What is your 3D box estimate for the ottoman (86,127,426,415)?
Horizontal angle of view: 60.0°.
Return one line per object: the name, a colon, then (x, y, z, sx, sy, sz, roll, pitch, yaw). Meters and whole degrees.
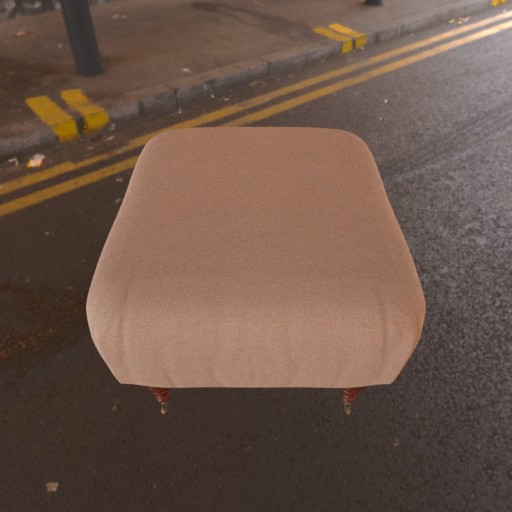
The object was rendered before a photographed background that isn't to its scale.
ottoman: (0.000, 0.000, 1.131, 0.639, 0.450, 0.746, 0, 42, 0)
